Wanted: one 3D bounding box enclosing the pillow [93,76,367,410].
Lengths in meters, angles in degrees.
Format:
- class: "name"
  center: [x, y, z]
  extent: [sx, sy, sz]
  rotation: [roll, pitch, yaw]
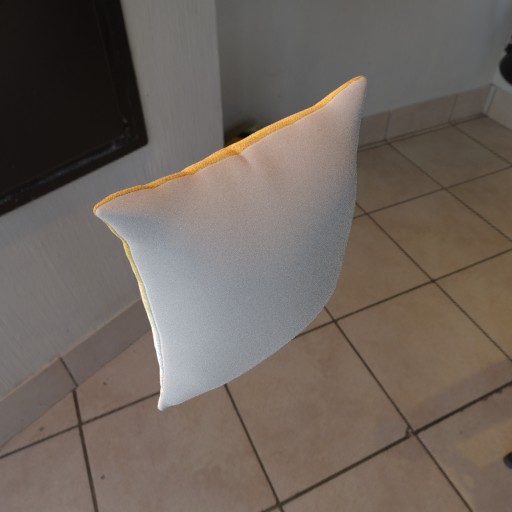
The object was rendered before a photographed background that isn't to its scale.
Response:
- class: "pillow"
  center: [0.000, 0.000, 0.707]
  extent: [0.450, 0.450, 0.211]
  rotation: [-34, 54, -29]
